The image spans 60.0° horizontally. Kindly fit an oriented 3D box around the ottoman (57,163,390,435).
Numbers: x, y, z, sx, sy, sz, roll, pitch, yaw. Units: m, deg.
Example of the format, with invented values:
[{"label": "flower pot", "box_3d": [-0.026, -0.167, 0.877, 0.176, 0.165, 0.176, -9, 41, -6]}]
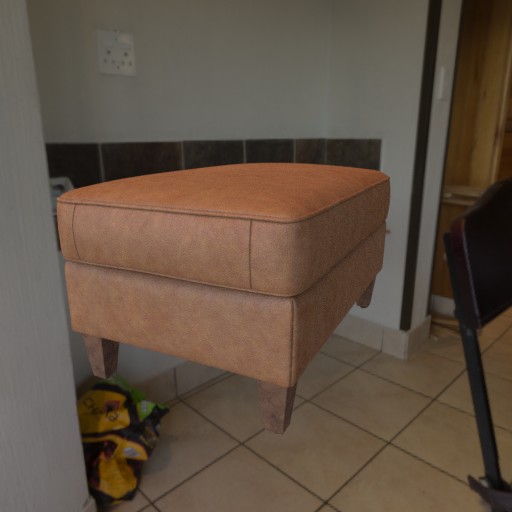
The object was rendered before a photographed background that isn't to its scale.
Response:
[{"label": "ottoman", "box_3d": [0.000, 0.000, 1.221, 0.584, 0.483, 0.864, 8, 17, 25]}]
